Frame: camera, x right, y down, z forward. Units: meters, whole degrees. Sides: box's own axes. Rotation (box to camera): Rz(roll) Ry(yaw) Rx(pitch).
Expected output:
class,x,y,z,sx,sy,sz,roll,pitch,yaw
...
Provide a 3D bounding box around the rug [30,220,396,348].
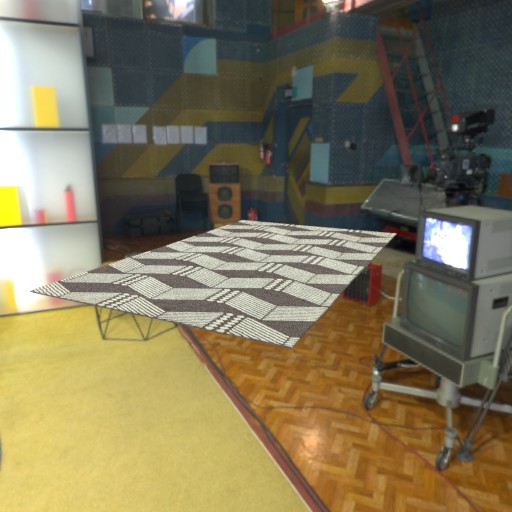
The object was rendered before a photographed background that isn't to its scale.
class,x,y,z,sx,sy,sz,roll,pitch,yaw
rug,0.000,0.000,3.112,1.517,0.011,2.435,7,16,25
